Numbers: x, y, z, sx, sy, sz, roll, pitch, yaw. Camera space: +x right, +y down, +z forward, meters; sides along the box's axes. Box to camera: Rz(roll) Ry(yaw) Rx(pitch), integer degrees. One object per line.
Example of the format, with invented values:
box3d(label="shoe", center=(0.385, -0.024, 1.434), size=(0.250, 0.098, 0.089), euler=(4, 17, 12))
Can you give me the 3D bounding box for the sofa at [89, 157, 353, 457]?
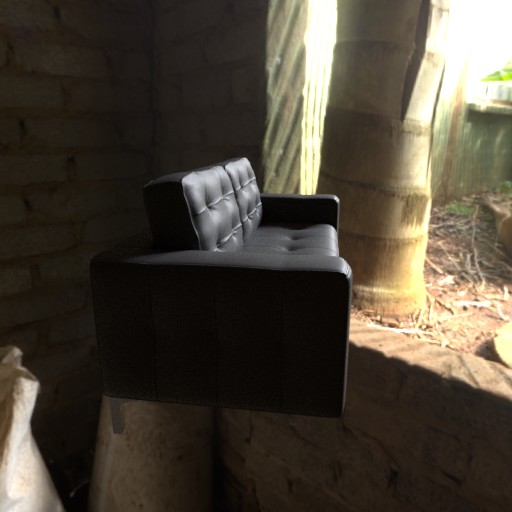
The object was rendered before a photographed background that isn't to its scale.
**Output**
box3d(label="sofa", center=(0.000, 0.000, 2.180), size=(0.833, 0.893, 1.726), euler=(2, 16, 9))
